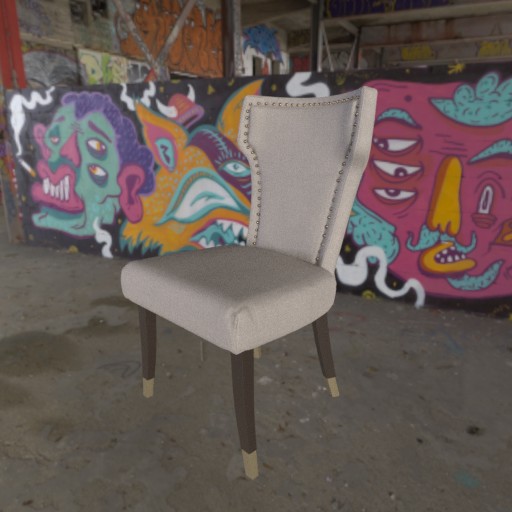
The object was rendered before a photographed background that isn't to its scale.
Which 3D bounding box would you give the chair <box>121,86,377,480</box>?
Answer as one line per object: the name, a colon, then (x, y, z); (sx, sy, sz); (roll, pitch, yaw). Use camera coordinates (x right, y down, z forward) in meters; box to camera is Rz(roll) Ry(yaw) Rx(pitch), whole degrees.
chair: (0.000, 0.000, 1.326); (0.630, 0.950, 0.526); (-15, 21, -42)
